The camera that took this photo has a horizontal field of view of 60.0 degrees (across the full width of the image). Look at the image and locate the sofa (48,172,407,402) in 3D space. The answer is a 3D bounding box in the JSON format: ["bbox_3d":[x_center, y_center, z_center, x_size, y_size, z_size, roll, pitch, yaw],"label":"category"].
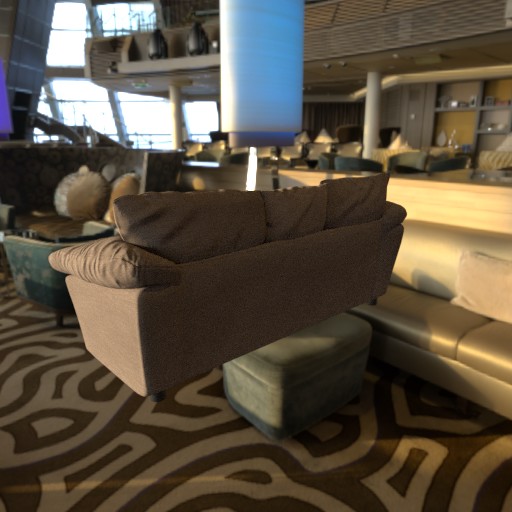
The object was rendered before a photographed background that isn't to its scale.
[{"bbox_3d":[0.000,0.000,2.934,2.390,1.043,0.927,-14,20,-41],"label":"sofa"}]
